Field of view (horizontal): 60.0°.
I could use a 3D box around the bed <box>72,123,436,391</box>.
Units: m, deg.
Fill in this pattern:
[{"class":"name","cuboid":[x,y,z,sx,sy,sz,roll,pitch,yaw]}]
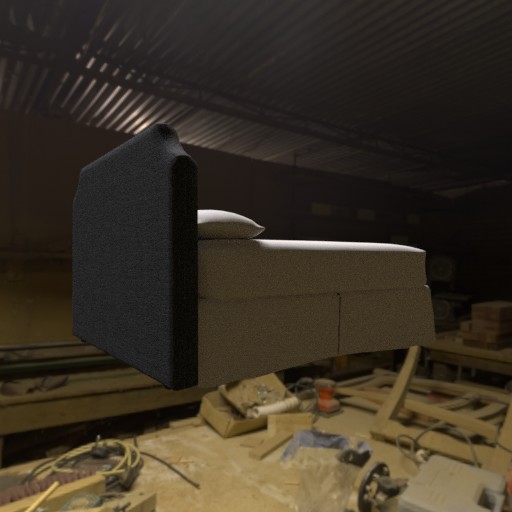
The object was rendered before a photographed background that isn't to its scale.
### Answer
[{"class":"bed","cuboid":[0.000,0.000,3.336,2.208,1.297,1.828,0,0,-36]}]
